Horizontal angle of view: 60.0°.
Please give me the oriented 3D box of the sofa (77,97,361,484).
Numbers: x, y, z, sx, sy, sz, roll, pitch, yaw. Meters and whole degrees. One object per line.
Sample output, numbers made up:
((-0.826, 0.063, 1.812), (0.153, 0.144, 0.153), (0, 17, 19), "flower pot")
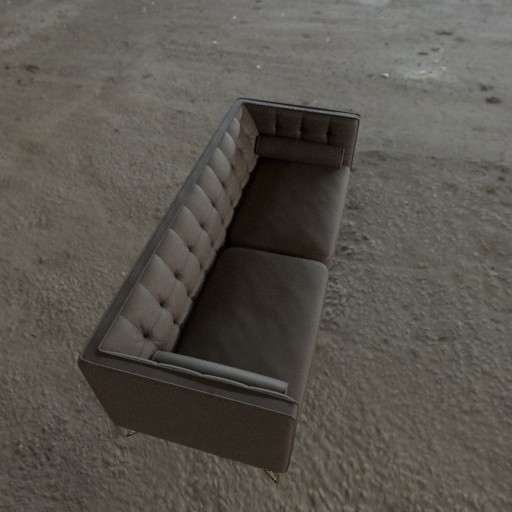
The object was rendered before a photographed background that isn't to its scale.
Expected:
((0.000, 0.000, 2.518), (0.867, 0.789, 2.087), (11, 49, 10), "sofa")
